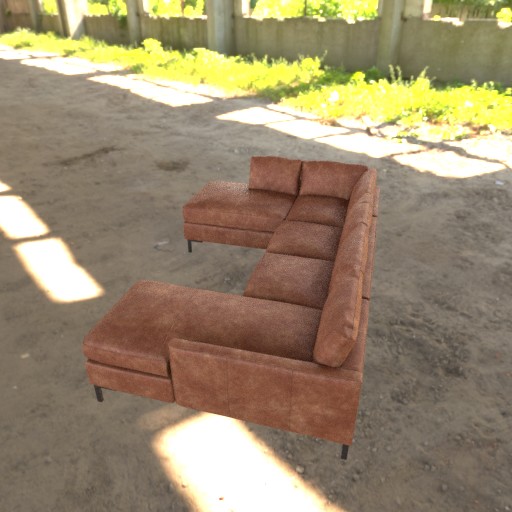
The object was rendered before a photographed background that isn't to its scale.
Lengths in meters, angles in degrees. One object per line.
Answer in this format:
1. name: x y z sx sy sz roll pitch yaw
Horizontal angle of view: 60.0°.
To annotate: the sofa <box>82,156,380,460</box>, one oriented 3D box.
1. sofa: 0.000 0.000 3.797 1.939 0.900 2.956 8 30 13
